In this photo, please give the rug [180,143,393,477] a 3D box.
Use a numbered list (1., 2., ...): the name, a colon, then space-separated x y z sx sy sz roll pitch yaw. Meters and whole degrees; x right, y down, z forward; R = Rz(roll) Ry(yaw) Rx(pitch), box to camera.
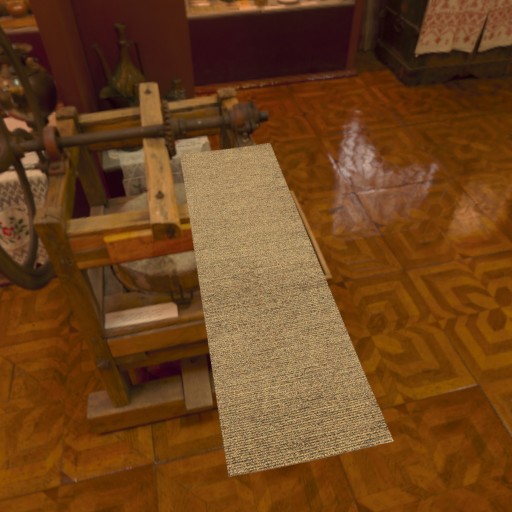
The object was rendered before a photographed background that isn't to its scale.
1. rug: 0.000 0.000 2.583 0.697 0.013 2.335 -8 47 -8
